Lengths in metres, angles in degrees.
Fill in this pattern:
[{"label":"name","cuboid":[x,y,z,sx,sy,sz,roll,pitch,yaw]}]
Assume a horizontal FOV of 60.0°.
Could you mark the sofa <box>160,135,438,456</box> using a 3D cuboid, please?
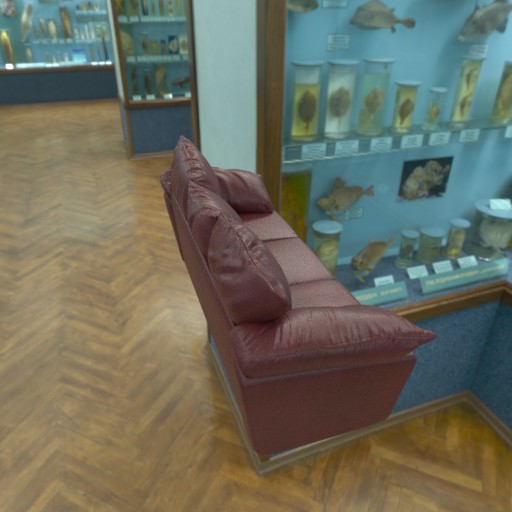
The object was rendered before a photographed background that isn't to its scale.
[{"label":"sofa","cuboid":[0.000,0.000,2.863,0.907,1.091,2.390,-9,31,-16]}]
